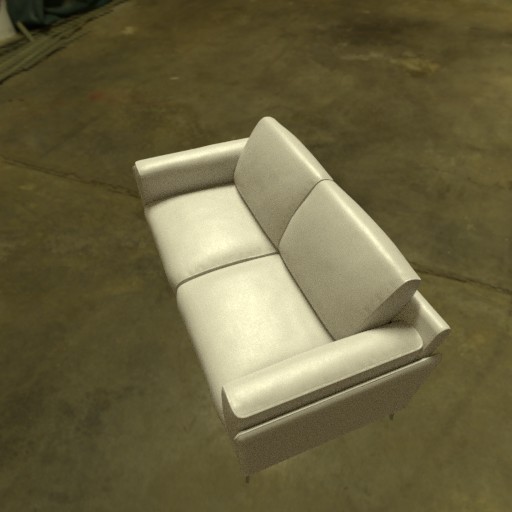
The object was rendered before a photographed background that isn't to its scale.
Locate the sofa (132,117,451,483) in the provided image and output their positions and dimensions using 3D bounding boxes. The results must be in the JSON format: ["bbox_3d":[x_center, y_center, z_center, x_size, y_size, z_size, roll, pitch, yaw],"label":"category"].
[{"bbox_3d":[0.000,0.000,2.642,1.049,0.930,2.101,-16,47,-16],"label":"sofa"}]
